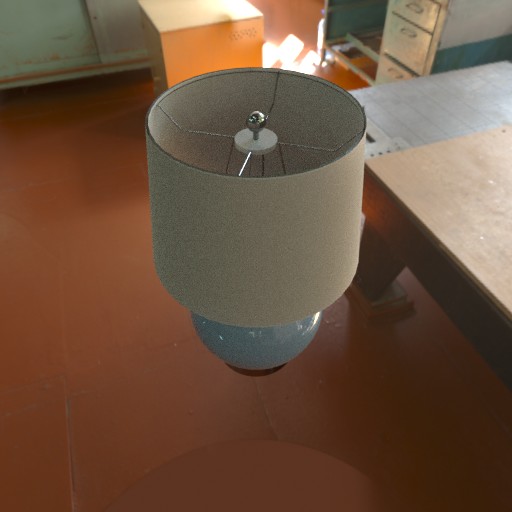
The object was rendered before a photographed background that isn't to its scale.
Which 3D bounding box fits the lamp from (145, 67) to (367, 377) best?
[{"bbox_3d":[0.000,0.000,0.555,0.247,0.387,0.247,0,46,0],"label":"lamp"}]
